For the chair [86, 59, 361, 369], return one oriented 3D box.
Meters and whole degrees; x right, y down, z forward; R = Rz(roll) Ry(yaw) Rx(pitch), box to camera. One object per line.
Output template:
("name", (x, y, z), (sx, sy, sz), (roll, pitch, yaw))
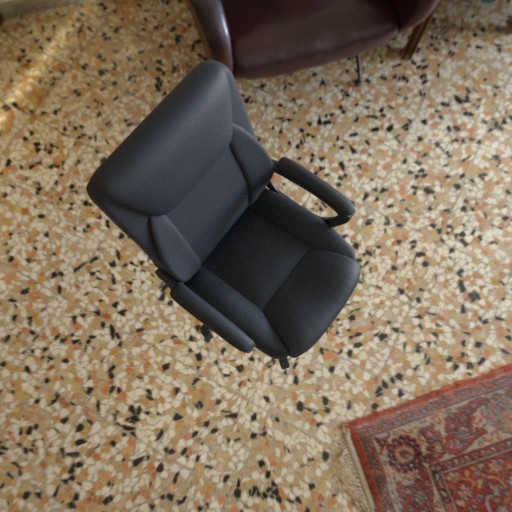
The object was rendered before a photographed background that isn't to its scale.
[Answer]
("chair", (0.000, 0.000, 1.465), (0.655, 1.072, 0.615), (36, 77, 10))
